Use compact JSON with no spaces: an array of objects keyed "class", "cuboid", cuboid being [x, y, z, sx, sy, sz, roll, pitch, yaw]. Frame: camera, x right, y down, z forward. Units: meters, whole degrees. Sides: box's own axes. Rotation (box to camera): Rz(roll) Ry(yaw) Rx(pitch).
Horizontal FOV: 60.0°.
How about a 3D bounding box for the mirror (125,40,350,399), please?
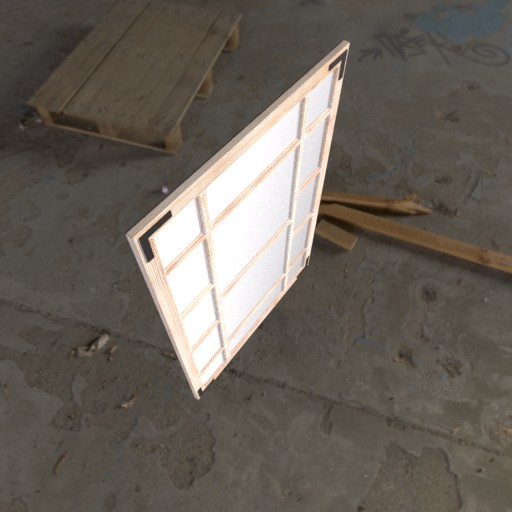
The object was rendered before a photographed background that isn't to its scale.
[{"class":"mirror","cuboid":[0.000,0.000,1.308,0.025,0.996,0.705,32,63,19]}]
